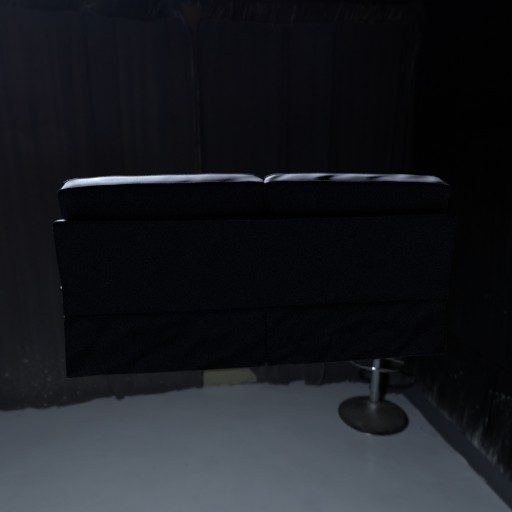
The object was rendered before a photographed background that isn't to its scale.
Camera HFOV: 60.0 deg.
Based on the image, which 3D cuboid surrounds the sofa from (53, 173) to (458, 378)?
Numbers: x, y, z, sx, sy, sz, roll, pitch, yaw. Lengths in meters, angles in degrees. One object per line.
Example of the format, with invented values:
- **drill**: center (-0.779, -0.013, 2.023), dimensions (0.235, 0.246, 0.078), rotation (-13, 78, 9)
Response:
- **sofa**: center (0.000, 0.000, 2.900), dimensions (2.256, 1.094, 0.983), rotation (-2, 13, -7)
